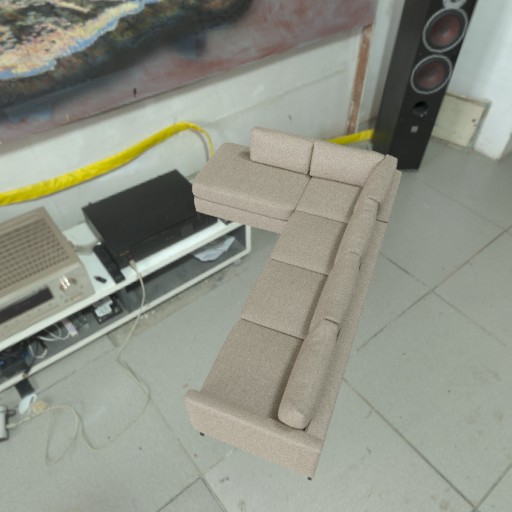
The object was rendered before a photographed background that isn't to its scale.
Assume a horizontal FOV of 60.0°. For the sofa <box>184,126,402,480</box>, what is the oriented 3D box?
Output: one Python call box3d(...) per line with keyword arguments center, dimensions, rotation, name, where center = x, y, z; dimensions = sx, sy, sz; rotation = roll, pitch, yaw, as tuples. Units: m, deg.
box3d(center=(0.000, 0.000, 3.158), dimensions=(1.617, 0.703, 2.423), rotation=(16, 49, 15), name="sofa")
